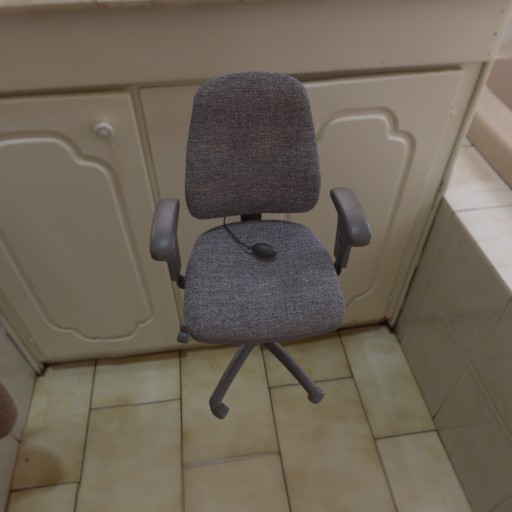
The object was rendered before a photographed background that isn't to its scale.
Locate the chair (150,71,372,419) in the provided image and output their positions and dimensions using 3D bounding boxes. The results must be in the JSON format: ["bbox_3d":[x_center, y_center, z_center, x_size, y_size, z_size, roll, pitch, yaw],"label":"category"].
[{"bbox_3d":[0.000,0.000,1.246,0.550,0.910,0.530,-4,45,-4],"label":"chair"}]
